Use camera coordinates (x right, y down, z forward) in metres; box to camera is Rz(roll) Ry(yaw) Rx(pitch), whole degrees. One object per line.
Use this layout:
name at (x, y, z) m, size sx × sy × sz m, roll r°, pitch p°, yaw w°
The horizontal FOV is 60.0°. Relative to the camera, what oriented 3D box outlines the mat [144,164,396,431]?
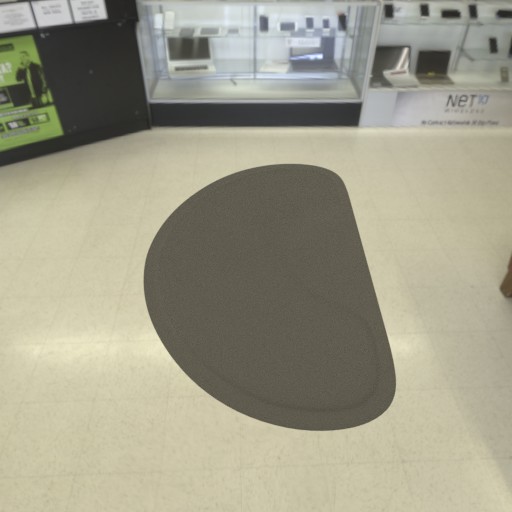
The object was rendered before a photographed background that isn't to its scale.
mat at (0.000, 0.000, 1.849) m, size 0.913 × 0.013 × 1.524 m, roll 0°, pitch 41°, yaw 0°
